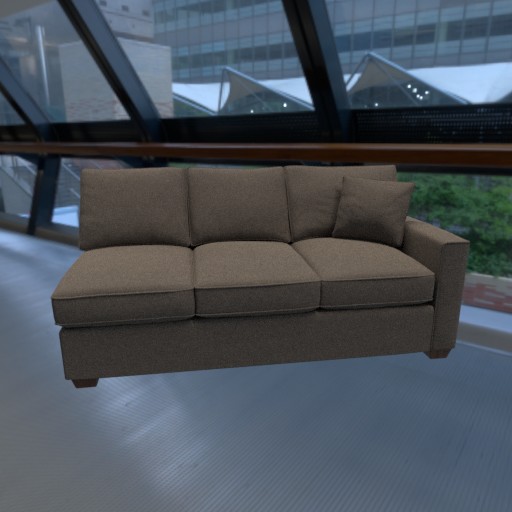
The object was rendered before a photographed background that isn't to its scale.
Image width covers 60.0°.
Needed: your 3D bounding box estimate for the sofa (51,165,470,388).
[{"bbox_3d":[0.000,0.000,2.501,1.963,0.946,1.034,-2,16,-8],"label":"sofa"}]
